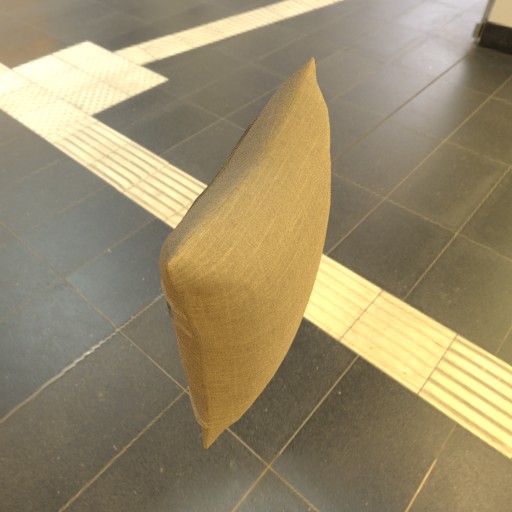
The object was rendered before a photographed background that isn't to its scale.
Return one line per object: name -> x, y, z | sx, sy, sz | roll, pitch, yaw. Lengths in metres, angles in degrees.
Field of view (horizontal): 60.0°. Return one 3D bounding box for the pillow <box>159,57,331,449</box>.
pillow -> 0.000, 0.000, 0.627 | 0.169, 0.400, 0.424 | 16, 50, 14
